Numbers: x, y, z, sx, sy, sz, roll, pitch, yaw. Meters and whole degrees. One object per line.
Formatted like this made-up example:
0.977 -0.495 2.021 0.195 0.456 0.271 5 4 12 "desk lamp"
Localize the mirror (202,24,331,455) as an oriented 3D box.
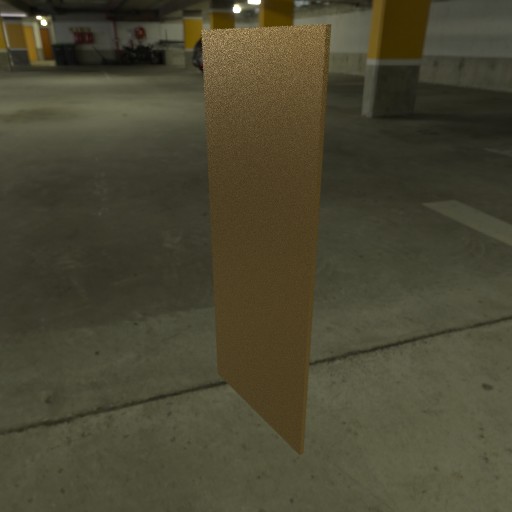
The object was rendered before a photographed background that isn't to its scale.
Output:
0.000 0.000 2.217 0.025 2.031 0.812 -18 31 -33 "mirror"
